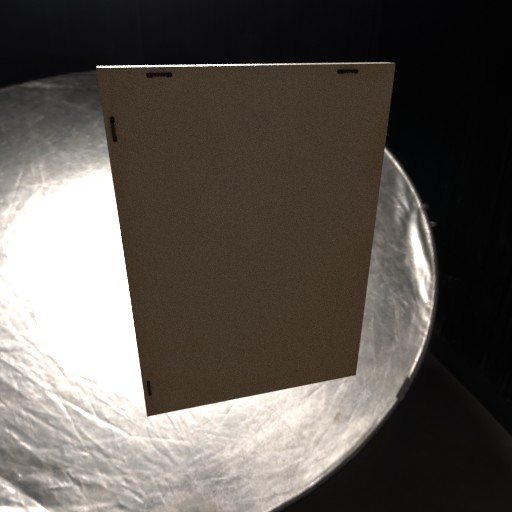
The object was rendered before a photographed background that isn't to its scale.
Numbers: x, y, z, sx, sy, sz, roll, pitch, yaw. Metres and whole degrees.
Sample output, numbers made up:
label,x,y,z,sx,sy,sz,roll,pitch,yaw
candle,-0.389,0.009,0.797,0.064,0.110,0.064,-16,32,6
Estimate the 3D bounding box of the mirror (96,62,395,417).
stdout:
label,x,y,z,sx,sy,sz,roll,pitch,yaw
mirror,0.000,0.000,0.895,0.507,0.710,0.039,-7,27,-14
